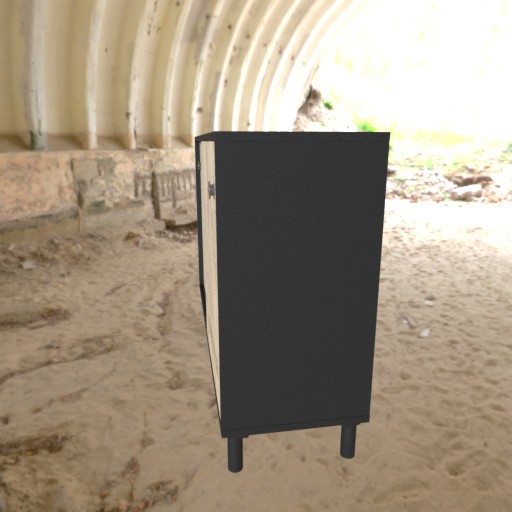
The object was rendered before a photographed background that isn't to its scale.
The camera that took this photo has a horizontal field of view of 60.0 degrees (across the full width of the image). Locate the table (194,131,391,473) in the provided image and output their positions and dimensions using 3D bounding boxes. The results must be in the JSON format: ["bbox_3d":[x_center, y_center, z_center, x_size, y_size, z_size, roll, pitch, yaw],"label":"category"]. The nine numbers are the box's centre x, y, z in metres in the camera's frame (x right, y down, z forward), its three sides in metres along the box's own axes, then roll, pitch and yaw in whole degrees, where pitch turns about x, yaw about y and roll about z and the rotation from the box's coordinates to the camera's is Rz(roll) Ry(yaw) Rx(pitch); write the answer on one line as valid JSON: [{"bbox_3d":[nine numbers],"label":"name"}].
[{"bbox_3d":[0.000,0.000,1.627,0.400,0.855,1.200,-2,15,-9],"label":"table"}]
